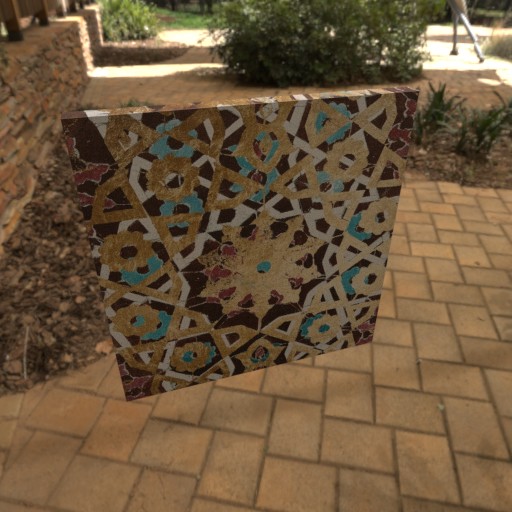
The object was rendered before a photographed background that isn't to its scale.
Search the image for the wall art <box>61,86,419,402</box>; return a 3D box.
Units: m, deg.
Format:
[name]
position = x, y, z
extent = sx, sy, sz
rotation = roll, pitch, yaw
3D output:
[wall art]
position = 0.000, 0.000, 0.902
extent = 0.609, 0.613, 0.041
rotation = -10, 34, -15
